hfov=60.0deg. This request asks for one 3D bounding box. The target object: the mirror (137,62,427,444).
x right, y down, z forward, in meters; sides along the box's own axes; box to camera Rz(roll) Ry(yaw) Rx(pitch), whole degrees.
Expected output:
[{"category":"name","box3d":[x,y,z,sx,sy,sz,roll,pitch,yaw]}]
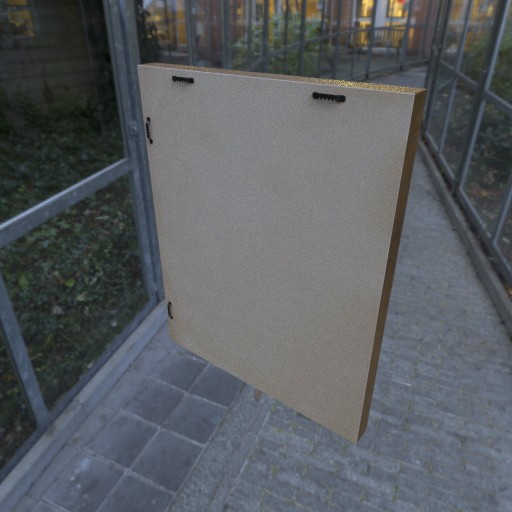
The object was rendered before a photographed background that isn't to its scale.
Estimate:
[{"category":"mirror","box3d":[0.000,0.000,0.666,0.405,0.508,0.041,20,35,32]}]
